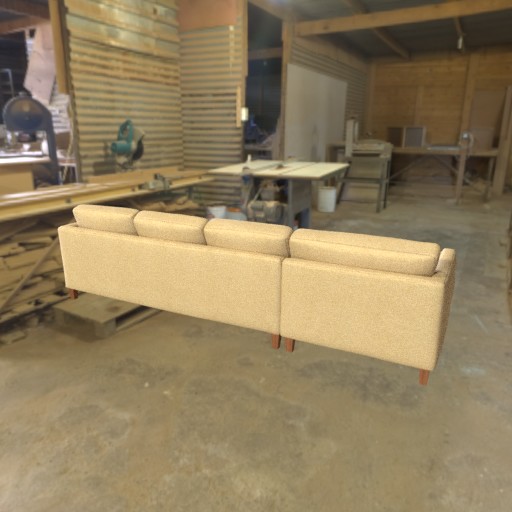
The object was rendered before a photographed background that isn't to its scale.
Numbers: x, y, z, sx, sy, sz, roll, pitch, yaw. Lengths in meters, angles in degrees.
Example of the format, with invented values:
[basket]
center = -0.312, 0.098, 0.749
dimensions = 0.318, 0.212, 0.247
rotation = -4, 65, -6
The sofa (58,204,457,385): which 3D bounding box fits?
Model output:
[sofa]
center = 0.000, 0.000, 3.882
dimensions = 3.201, 0.876, 1.502
rotation = 8, 19, 26
